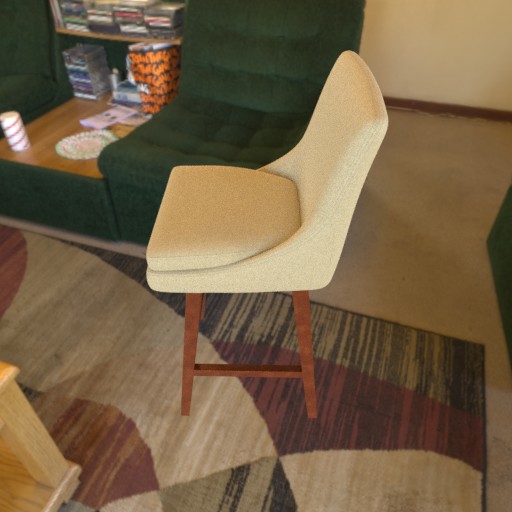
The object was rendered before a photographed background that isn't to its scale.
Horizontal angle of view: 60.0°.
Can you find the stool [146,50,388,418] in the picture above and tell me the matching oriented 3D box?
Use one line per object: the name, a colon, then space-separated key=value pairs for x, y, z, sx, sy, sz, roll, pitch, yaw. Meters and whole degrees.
stool: x=0.000 y=0.000 z=1.368 sx=0.559 sy=1.092 sz=0.470 roll=1 pitch=41 yaw=1
